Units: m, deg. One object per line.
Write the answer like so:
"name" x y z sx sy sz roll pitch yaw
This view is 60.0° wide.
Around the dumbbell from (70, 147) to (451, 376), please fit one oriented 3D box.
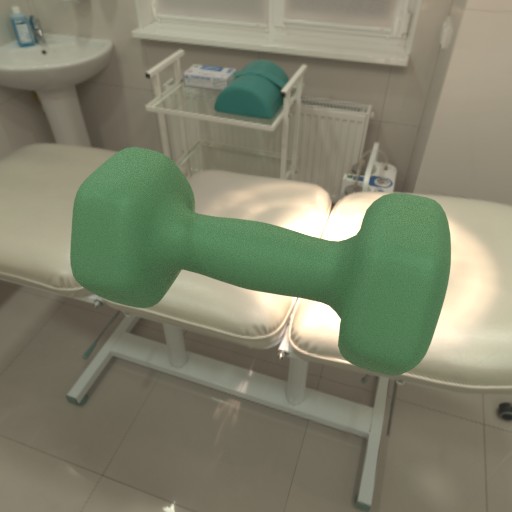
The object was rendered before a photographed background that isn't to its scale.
"dumbbell" 0.000 0.000 0.329 0.260 0.117 0.129 13 44 14
